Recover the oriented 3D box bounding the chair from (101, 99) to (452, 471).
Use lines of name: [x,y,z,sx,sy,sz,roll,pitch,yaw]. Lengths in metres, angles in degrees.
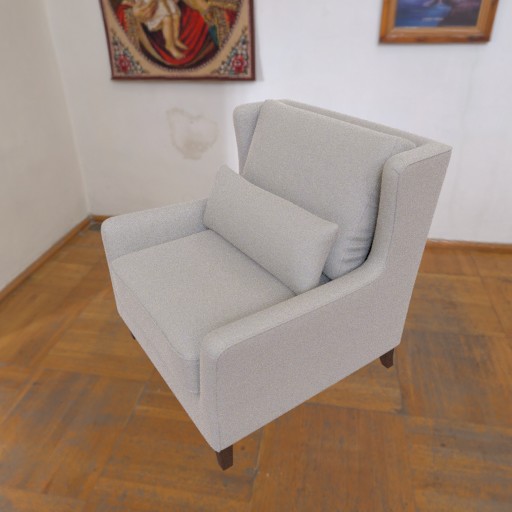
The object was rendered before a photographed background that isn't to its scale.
chair: [0.000,0.000,1.842,1.040,1.056,0.982,-20,36,-29]
